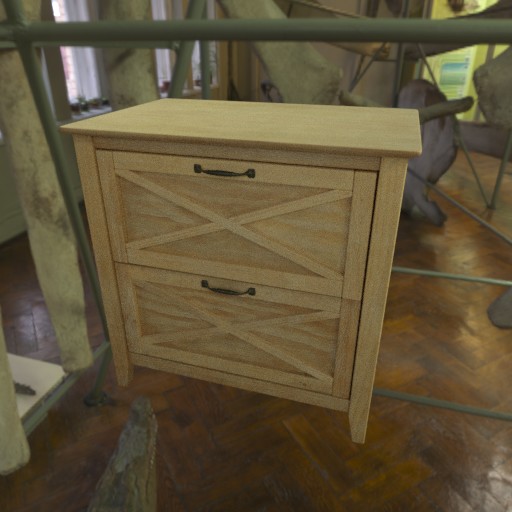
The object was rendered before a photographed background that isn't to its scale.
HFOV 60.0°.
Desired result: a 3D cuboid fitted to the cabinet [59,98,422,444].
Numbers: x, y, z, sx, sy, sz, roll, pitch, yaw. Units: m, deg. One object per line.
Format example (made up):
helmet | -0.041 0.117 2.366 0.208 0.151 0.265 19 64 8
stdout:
cabinet | 0.000 0.000 1.257 0.763 0.762 0.503 8 28 15
